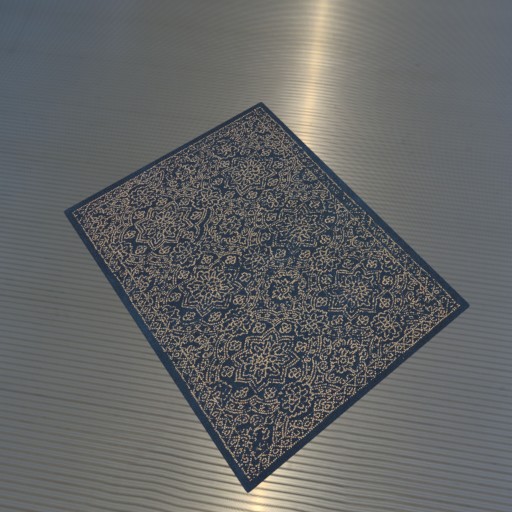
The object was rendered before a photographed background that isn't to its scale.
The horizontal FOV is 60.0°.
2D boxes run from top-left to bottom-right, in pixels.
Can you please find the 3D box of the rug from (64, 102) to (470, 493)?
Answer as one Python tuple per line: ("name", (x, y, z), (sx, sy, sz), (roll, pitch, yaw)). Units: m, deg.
("rug", (0.000, 0.000, 4.120), (2.438, 0.010, 3.048), (-34, 68, -16))
